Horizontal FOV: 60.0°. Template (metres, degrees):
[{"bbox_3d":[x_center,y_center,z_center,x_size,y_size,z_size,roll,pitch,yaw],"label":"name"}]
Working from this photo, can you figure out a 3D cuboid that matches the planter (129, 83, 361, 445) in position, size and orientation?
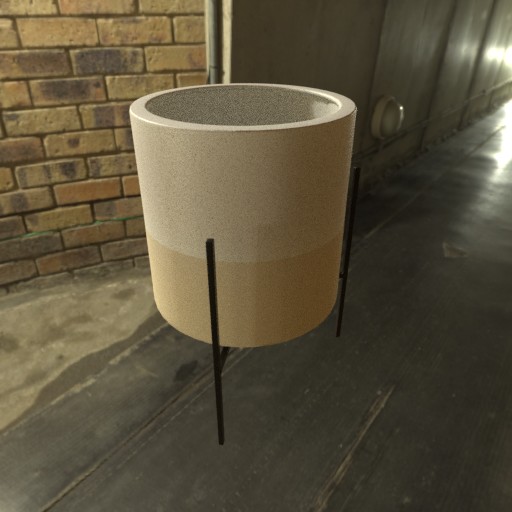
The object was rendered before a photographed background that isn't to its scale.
[{"bbox_3d":[0.000,0.000,0.547,0.263,0.362,0.267,0,30,-1],"label":"planter"}]
